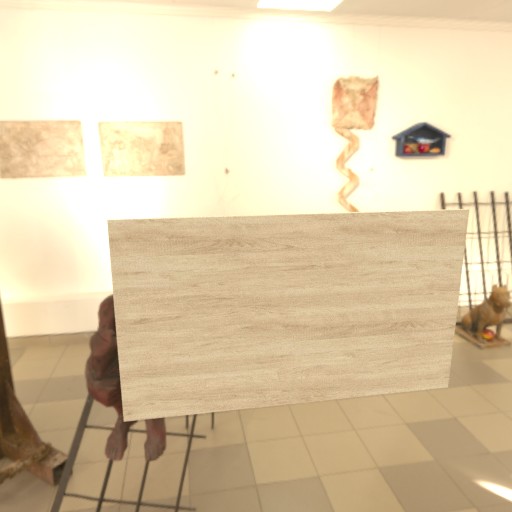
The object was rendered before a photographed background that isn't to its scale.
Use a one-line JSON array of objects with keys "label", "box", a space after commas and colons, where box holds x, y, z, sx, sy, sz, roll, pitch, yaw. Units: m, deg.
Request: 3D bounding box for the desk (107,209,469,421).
[{"label": "desk", "box": [0.000, 0.000, 2.667, 1.400, 0.800, 1.900, -3, 15, -10]}]
